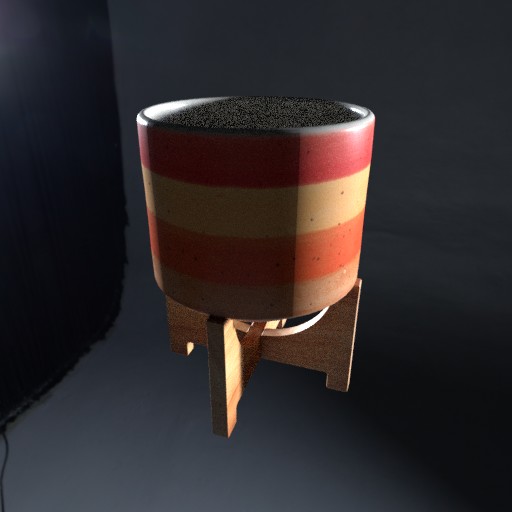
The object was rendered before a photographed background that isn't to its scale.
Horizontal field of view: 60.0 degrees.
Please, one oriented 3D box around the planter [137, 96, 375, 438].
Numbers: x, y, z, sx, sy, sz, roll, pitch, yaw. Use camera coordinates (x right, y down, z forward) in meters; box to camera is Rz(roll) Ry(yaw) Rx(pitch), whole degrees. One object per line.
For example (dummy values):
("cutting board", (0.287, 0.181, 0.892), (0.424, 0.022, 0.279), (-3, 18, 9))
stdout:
("planter", (0.000, 0.000, 0.422), (0.199, 0.268, 0.199), (0, 26, 0))
